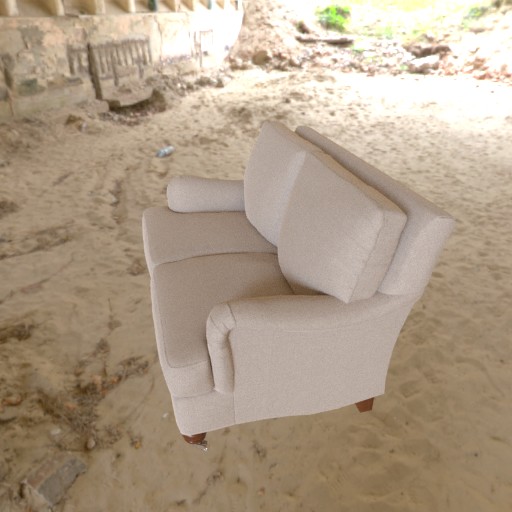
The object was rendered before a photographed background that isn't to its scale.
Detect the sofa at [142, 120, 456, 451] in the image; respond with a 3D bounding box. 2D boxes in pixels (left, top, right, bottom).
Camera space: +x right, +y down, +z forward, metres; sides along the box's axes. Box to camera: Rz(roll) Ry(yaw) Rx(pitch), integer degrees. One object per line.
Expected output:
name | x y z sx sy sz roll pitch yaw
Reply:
sofa | 0.000 0.000 2.254 1.087 1.048 1.508 -8 30 -14
